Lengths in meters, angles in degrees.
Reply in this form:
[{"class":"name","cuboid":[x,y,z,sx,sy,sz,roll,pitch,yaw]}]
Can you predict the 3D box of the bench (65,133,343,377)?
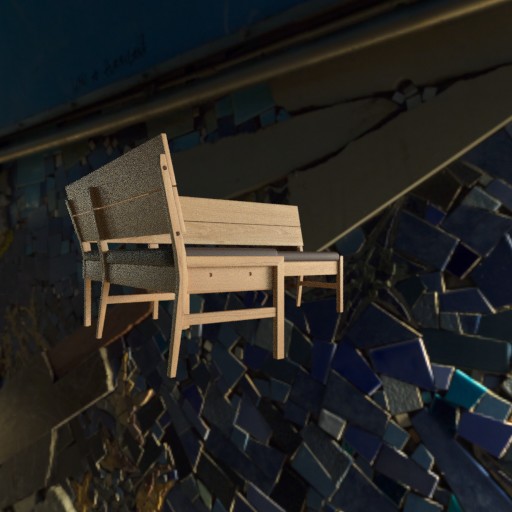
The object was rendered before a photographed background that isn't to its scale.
[{"class":"bench","cuboid":[0.000,0.000,2.799,1.975,0.890,1.549,0,0,-36]}]
